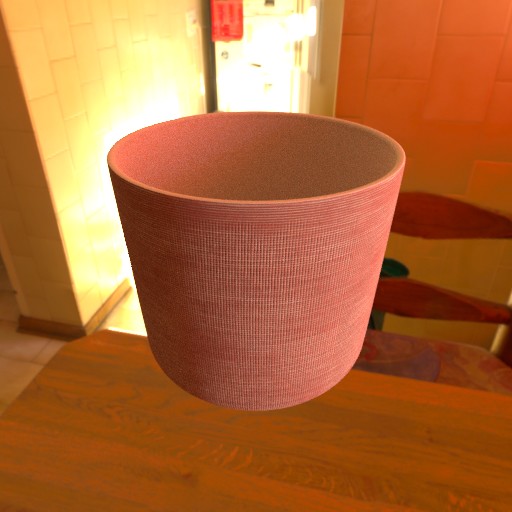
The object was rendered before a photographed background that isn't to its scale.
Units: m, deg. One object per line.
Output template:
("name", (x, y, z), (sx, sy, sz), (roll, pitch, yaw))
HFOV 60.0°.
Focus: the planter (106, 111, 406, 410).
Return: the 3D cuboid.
("planter", (0.000, 0.000, 0.779), (0.440, 0.398, 0.440), (0, 31, 0))
